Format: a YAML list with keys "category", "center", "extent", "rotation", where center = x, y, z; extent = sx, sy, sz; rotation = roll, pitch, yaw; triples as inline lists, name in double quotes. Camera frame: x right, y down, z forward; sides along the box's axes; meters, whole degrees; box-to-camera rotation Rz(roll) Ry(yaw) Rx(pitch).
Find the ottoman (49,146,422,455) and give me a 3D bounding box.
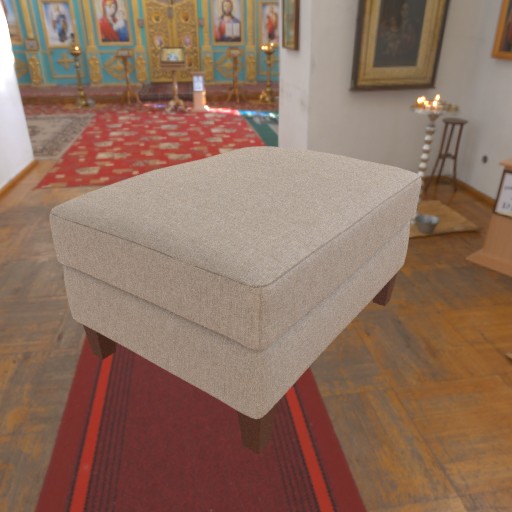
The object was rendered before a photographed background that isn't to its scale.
- category: "ottoman"
  center: [0.000, 0.000, 1.319]
  extent: [0.677, 0.519, 0.898]
  rotation: [17, 31, 32]
